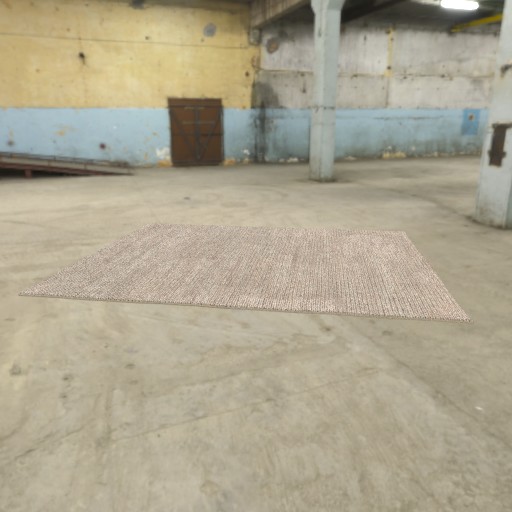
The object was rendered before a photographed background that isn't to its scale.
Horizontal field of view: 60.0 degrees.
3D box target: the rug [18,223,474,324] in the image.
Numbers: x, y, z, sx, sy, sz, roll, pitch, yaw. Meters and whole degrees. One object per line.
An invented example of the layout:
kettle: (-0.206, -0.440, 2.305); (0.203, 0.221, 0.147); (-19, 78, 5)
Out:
rug: (0.000, 0.000, 4.061); (3.052, 0.030, 2.429); (2, 16, 8)
